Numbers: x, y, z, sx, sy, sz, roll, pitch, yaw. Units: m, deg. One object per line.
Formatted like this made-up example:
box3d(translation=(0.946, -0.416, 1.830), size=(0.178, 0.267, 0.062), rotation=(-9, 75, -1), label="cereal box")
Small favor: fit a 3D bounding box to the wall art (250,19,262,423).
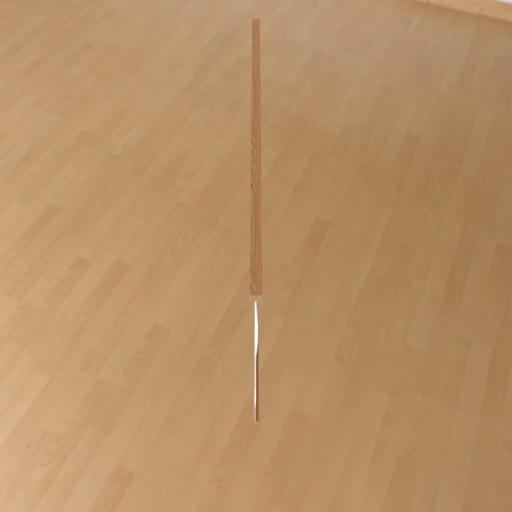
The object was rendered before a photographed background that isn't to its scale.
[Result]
box3d(translation=(0.000, 0.000, 0.800), size=(0.011, 0.605, 0.458), rotation=(0, 59, 0), label="wall art")
